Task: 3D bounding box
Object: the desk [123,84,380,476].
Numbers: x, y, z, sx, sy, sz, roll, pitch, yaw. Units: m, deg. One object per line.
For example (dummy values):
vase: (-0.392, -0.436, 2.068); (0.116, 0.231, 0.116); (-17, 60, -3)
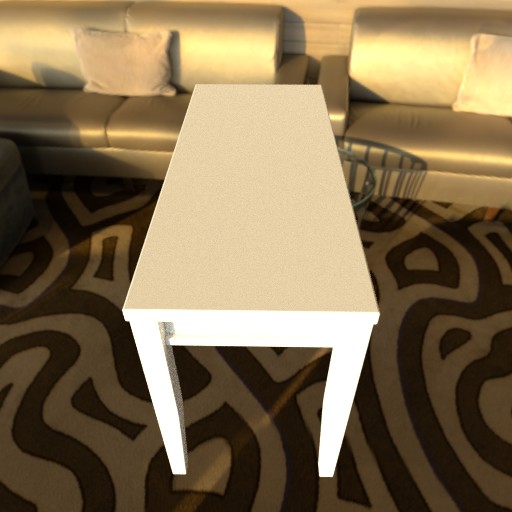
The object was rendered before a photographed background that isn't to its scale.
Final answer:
desk: (0.000, 0.000, 1.583); (0.508, 0.775, 1.220); (1, 41, 1)
